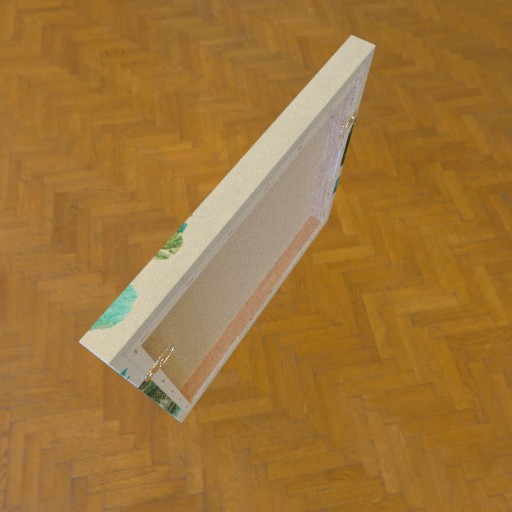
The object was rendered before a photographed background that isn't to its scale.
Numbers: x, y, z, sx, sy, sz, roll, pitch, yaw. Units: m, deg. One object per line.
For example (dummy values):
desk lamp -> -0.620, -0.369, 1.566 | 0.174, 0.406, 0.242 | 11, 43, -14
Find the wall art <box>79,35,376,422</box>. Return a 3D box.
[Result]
wall art -> 0.000, 0.000, 0.684 | 0.041, 0.435, 0.507 | 32, 67, 15
